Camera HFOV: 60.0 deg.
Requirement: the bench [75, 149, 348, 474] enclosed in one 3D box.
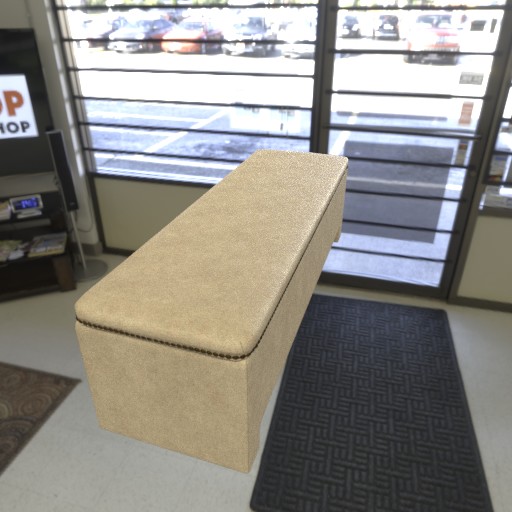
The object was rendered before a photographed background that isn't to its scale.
[{"bbox_3d":[0.000,0.000,1.707,0.470,0.447,1.482,9,30,16],"label":"bench"}]
